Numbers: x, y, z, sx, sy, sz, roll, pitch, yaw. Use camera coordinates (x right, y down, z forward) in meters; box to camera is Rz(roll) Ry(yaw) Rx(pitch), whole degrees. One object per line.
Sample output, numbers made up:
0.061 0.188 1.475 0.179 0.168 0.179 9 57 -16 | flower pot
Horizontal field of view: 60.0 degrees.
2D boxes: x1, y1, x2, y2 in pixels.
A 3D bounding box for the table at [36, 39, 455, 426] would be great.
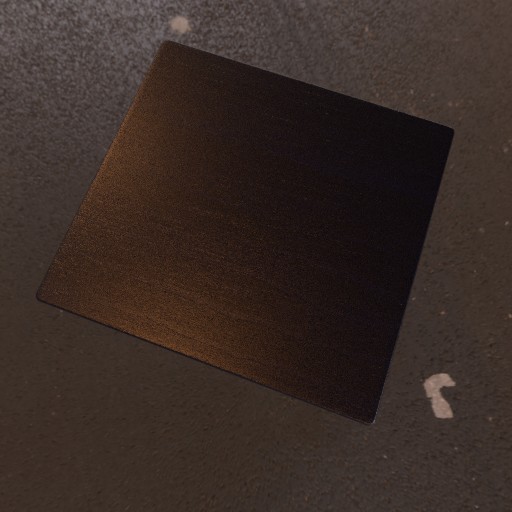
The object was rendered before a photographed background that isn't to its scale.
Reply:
0.000 0.000 0.974 0.533 0.567 0.500 19 76 5 | table
